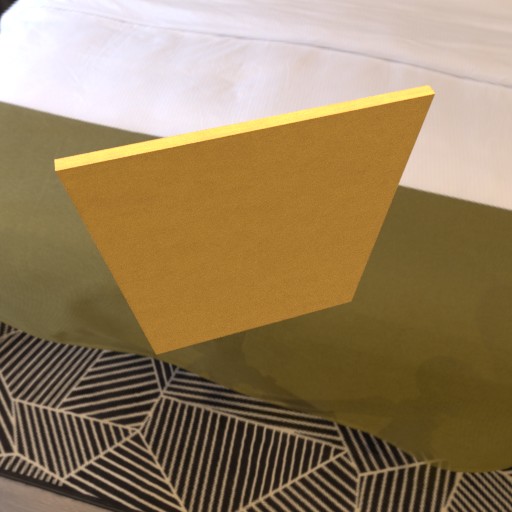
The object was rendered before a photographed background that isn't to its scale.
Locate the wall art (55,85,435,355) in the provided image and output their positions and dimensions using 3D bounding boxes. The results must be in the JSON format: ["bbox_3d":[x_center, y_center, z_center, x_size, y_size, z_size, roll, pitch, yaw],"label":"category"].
[{"bbox_3d":[0.000,0.000,1.327,0.798,1.002,0.030,-14,59,-9],"label":"wall art"}]
